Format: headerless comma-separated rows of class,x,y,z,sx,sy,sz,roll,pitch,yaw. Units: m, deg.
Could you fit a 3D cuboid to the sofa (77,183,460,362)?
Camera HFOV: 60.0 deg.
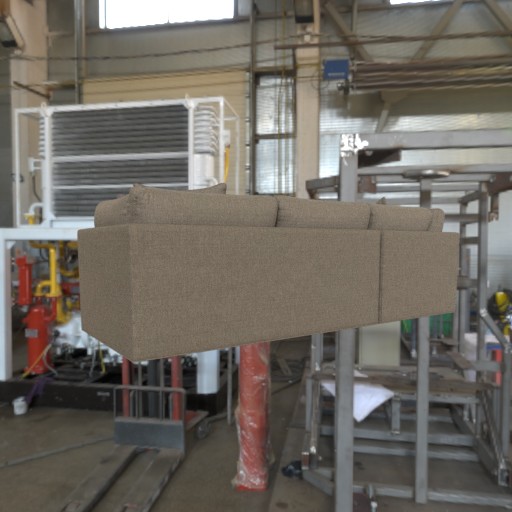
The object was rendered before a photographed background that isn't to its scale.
sofa,0.000,0.000,3.790,2.896,0.978,1.994,-1,2,-35
